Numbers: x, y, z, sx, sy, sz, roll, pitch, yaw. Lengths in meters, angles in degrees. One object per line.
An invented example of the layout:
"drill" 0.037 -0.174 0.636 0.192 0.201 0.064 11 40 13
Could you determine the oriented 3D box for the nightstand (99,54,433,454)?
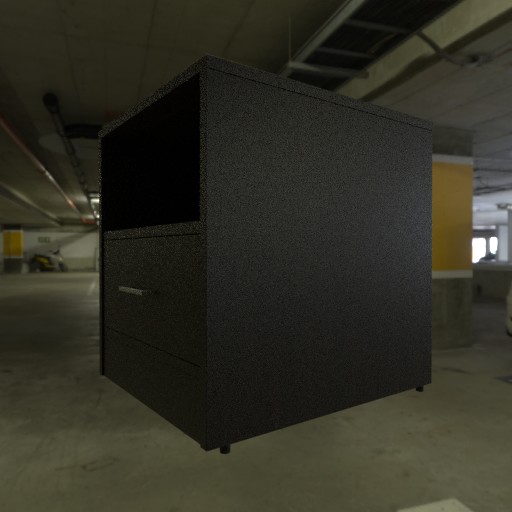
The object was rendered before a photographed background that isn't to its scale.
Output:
"nightstand" 0.000 0.000 0.788 0.461 0.460 0.400 0 1 -36
